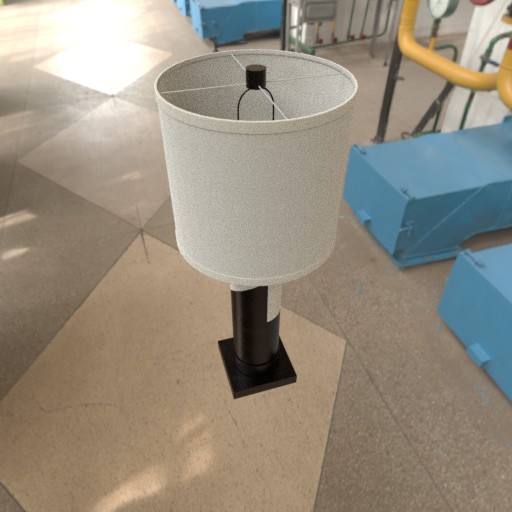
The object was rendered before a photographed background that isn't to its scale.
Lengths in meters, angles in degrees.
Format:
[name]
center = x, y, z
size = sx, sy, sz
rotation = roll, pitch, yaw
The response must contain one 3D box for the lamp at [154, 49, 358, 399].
[lamp]
center = 0.000, 0.000, 0.620
size = 0.211, 0.509, 0.211
rotation = -11, 42, -13
